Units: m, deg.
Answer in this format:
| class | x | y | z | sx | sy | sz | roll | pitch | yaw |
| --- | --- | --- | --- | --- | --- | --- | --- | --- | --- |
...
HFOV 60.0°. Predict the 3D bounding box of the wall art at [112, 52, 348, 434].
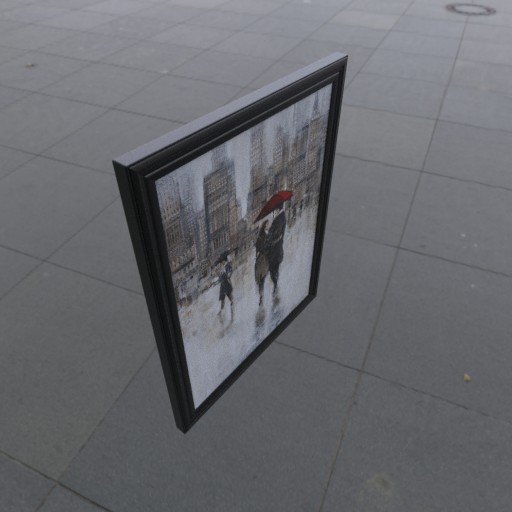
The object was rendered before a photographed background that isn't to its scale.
| class | x | y | z | sx | sy | sz | roll | pitch | yaw |
| --- | --- | --- | --- | --- | --- | --- | --- | --- | --- |
| wall art | 0.000 | 0.000 | 1.631 | 0.053 | 1.194 | 0.950 | 28 | 49 | 28 |
